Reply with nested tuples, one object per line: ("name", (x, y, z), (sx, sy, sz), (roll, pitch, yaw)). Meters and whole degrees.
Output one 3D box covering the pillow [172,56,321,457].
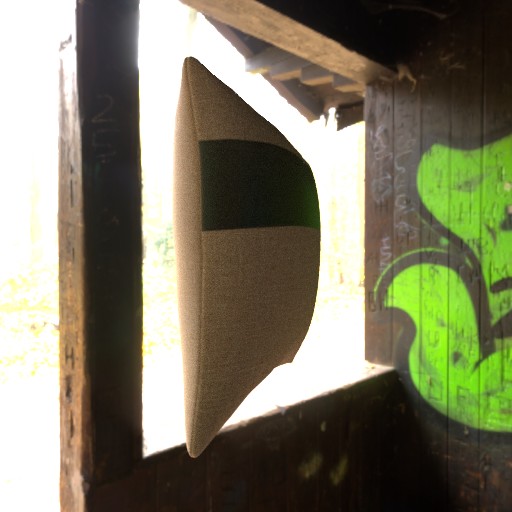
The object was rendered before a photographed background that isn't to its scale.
("pillow", (0.000, 0.000, 0.629), (0.173, 0.399, 0.414), (0, 1, 19))
